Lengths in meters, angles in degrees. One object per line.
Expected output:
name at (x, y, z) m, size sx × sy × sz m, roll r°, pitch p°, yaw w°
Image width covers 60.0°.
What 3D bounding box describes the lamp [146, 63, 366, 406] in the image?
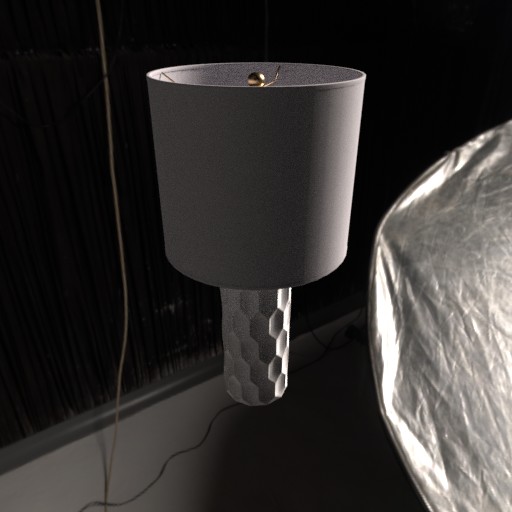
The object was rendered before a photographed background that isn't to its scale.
lamp at (0.000, 0.000, 0.697) m, size 0.277 × 0.537 × 0.277 m, roll -19°, pitch 33°, yaw -31°
